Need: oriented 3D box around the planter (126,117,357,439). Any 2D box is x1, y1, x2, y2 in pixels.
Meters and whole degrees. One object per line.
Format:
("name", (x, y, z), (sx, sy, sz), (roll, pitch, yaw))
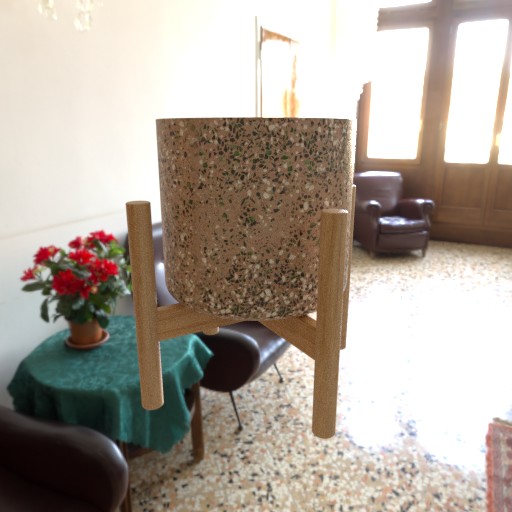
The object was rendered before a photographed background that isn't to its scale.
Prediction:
("planter", (0.000, 0.000, 0.545), (0.284, 0.320, 0.284), (-2, 16, -8))
